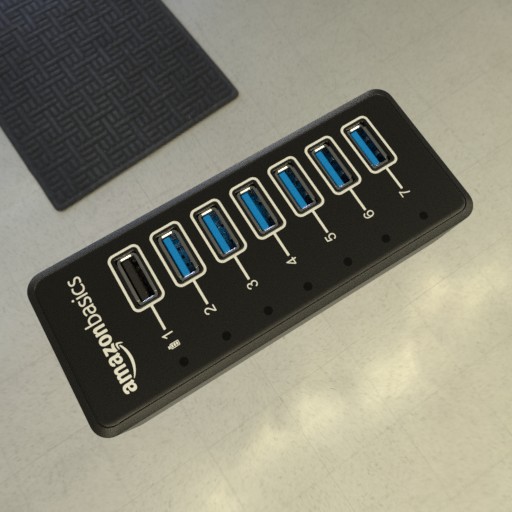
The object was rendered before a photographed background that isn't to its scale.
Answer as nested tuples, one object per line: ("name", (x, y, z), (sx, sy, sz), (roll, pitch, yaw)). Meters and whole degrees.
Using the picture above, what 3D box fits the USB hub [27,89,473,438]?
("USB hub", (0.000, 0.000, 0.123), (0.110, 0.023, 0.044), (-31, 77, -8))
